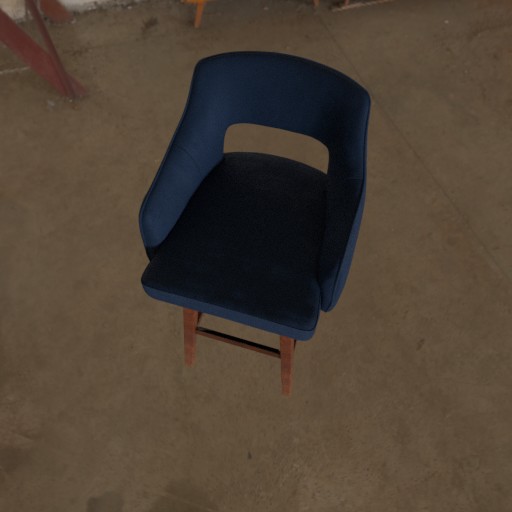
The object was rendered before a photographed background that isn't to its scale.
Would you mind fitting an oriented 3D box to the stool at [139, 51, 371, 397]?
[{"bbox_3d":[0.000,0.000,1.386,0.550,1.041,0.560,15,60,9],"label":"stool"}]
